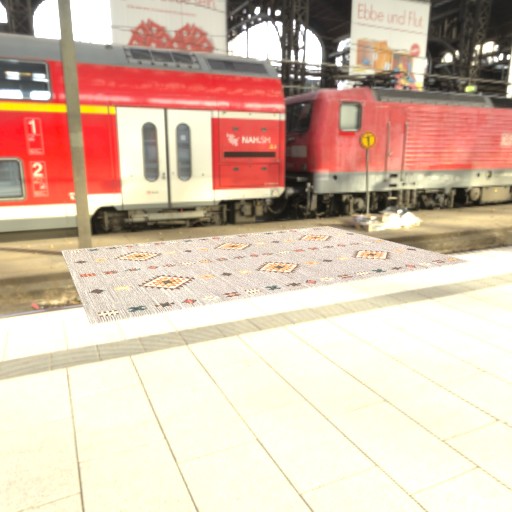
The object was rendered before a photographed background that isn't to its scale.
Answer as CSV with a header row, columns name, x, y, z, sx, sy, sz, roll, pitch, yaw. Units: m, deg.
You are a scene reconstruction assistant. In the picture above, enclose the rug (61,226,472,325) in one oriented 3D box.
name,x,y,z,sx,sy,sz,roll,pitch,yaw
rug,0.000,0.000,2.350,1.818,0.005,1.217,-7,15,-26
